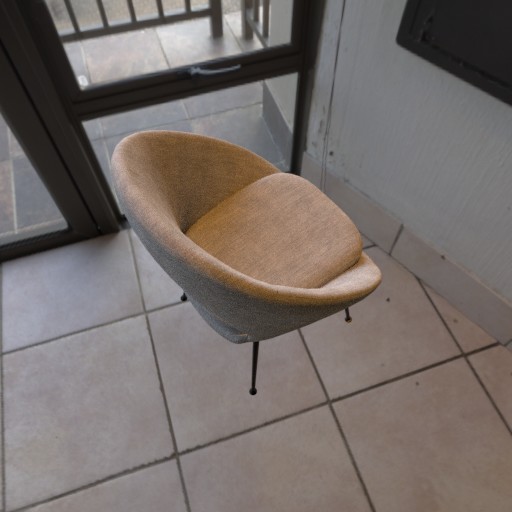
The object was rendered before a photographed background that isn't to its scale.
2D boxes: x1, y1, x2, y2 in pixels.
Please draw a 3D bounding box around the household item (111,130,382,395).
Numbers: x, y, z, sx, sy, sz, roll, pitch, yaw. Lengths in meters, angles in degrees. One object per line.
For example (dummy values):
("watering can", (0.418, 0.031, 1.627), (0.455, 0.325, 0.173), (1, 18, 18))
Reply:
("household item", (0.000, 0.000, 1.279), (0.587, 0.869, 0.643), (-33, 63, -19))
